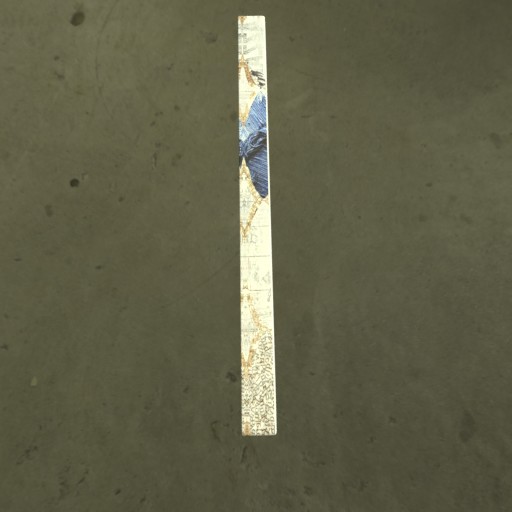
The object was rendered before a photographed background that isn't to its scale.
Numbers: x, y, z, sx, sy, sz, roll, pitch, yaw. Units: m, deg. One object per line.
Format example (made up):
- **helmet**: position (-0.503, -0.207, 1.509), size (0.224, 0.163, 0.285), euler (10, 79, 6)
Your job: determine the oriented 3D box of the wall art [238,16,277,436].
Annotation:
- **wall art**: position (0.000, 0.000, 0.749), size (0.038, 0.508, 0.507), euler (-1, 75, 0)
